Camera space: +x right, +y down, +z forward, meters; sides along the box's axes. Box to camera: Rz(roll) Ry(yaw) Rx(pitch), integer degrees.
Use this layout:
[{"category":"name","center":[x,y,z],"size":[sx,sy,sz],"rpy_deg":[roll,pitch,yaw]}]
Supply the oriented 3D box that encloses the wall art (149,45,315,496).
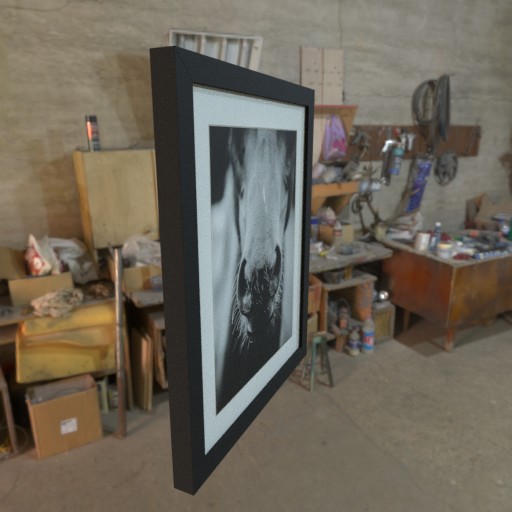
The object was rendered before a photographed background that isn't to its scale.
[{"category":"wall art","center":[0.000,0.000,0.530],"size":[0.024,0.404,0.329],"rpy_deg":[7,16,25]}]
